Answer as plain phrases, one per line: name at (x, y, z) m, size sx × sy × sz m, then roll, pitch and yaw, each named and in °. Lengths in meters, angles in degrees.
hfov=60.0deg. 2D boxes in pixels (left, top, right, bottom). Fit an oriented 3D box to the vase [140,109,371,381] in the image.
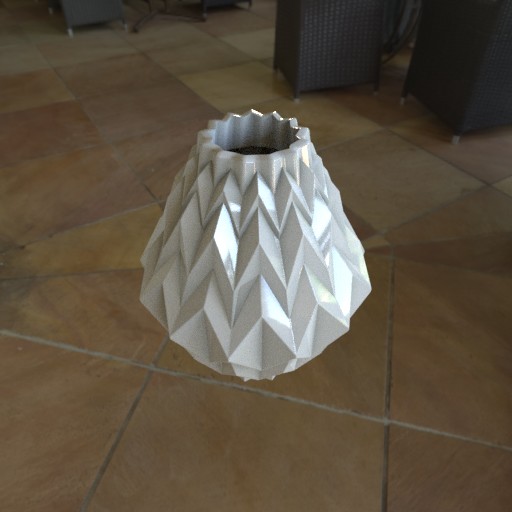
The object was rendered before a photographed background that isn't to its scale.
vase at (0.000, 0.000, 0.310) m, size 0.164 × 0.185 × 0.164 m, roll 0°, pitch 42°, yaw 0°
